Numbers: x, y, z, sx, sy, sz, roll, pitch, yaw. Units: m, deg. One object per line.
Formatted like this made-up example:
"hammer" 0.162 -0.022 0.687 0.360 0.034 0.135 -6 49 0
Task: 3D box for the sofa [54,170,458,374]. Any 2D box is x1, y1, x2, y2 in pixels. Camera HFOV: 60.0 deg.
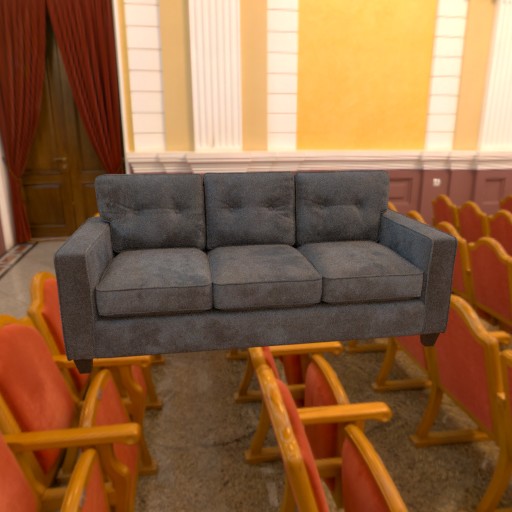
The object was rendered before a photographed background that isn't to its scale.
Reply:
"sofa" 0.000 0.000 2.735 2.133 0.965 0.939 -3 17 -8
